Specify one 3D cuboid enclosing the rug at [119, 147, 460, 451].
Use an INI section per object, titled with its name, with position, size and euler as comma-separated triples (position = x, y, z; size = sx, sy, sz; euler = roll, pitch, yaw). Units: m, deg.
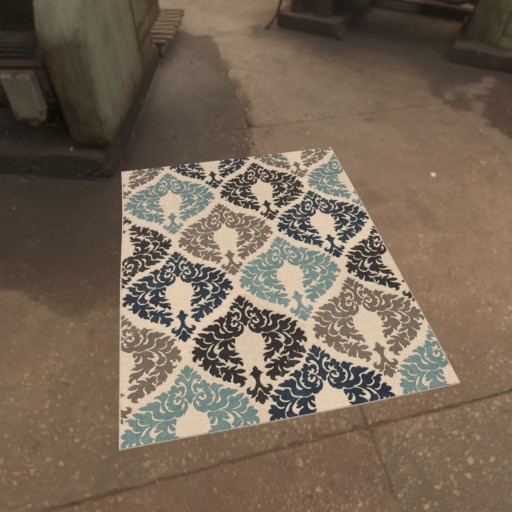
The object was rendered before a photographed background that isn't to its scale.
[rug]
position = 0.000, 0.000, 4.036
size = 2.423, 0.014, 3.040
euler = -8, 48, -8
